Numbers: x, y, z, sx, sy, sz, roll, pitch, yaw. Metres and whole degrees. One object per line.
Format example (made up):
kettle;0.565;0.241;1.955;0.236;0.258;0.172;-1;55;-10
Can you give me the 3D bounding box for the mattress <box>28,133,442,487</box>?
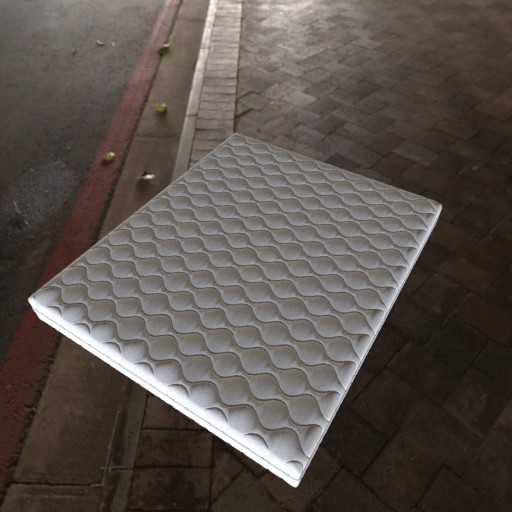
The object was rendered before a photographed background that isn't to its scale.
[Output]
mattress;0.000;0.000;2.589;1.600;0.200;1.900;25;51;22
